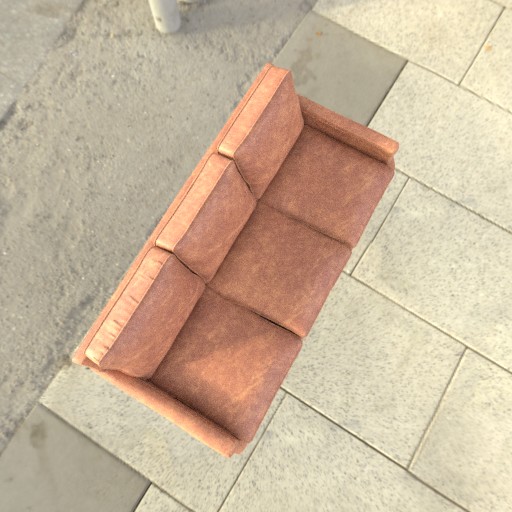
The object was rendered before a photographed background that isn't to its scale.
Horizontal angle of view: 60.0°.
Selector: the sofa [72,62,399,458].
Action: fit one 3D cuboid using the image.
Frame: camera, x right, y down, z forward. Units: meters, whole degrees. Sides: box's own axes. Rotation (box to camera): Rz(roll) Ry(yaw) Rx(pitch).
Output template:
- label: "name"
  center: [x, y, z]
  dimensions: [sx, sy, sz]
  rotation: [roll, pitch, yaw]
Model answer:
- label: "sofa"
  center: [0.000, 0.000, 2.885]
  dimensions: [1.084, 1.003, 2.246]
  rotation: [29, 77, 7]
